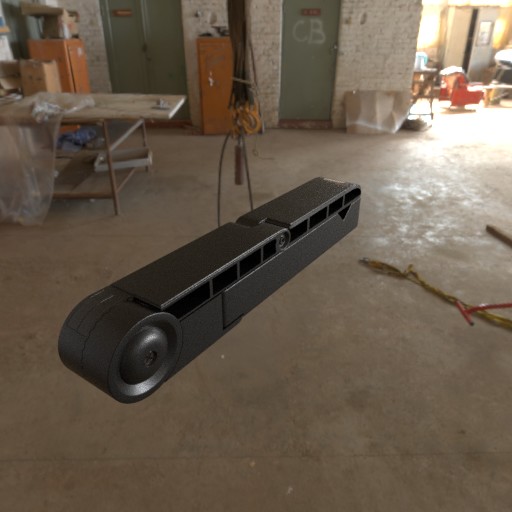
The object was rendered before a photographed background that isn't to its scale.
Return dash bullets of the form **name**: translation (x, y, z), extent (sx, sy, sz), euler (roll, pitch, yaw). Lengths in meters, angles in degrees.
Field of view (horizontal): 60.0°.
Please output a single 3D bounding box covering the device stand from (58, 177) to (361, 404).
- **device stand**: translation (0.000, 0.000, 0.197), extent (0.026, 0.030, 0.179), euler (18, 32, 31)
